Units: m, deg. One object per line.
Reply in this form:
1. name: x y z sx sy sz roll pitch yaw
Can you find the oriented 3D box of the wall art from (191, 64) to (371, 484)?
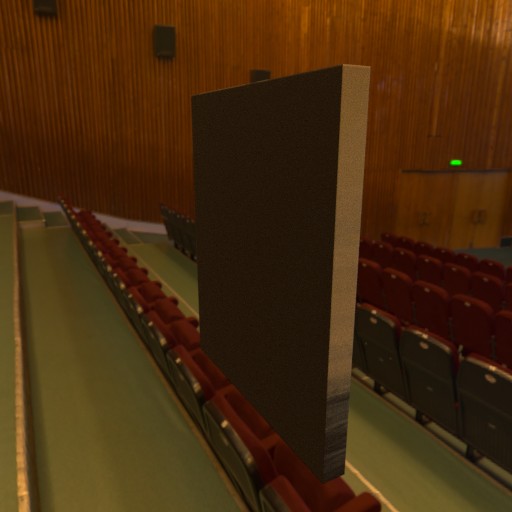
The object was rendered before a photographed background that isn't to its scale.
1. wall art: 0.000 0.000 0.706 0.037 0.511 0.435 -8 17 -27
